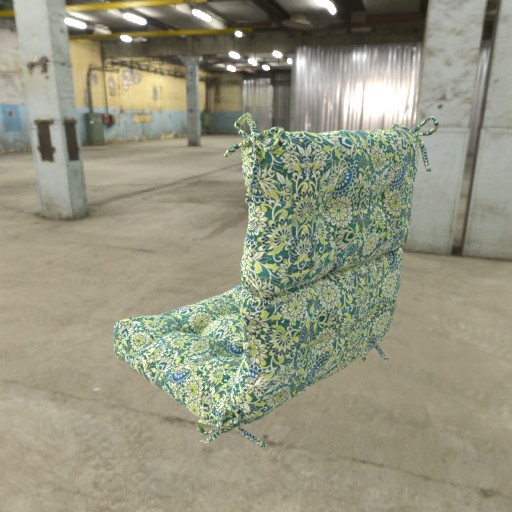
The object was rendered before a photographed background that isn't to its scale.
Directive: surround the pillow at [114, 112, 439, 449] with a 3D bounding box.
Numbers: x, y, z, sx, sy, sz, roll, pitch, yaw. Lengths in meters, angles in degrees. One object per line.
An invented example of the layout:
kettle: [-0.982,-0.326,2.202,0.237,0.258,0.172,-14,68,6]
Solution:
pillow: [0.000,0.000,0.999,0.519,0.605,0.571,-15,23,-42]
